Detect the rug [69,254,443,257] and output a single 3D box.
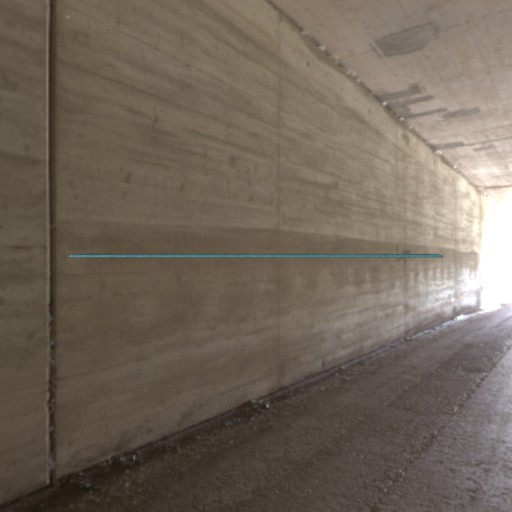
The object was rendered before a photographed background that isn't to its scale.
[{"bbox_3d":[0.000,0.000,2.346,1.211,0.012,1.833,0,0,0],"label":"rug"}]
